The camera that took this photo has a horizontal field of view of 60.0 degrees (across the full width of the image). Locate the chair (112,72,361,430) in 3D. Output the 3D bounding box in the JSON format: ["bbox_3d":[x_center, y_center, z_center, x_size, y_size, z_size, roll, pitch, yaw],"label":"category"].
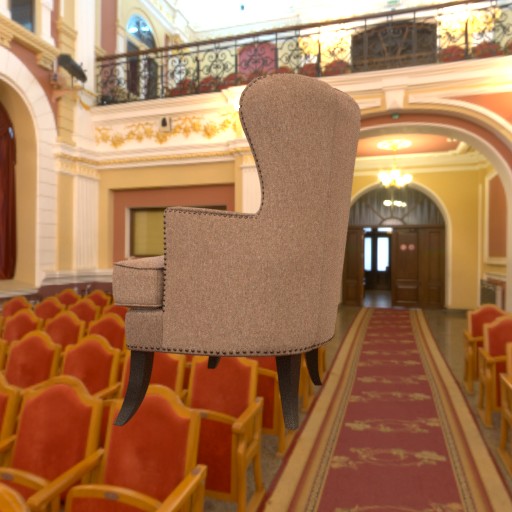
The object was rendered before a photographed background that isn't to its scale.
[{"bbox_3d":[0.000,0.000,1.644,0.758,1.060,0.759,0,0,17],"label":"chair"}]
